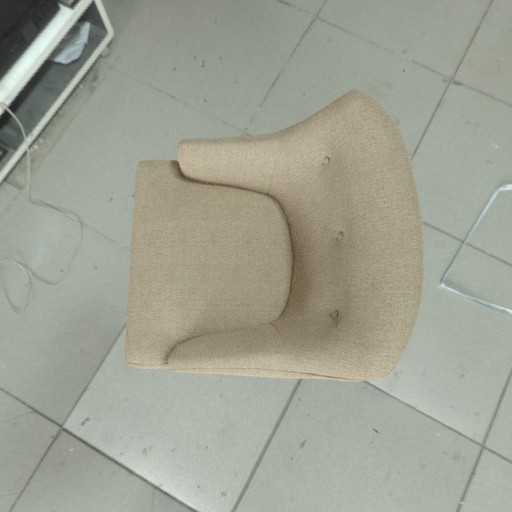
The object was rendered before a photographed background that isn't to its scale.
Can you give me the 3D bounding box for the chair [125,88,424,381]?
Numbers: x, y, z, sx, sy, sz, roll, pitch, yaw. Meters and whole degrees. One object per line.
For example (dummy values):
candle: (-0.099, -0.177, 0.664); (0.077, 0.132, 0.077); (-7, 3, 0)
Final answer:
chair: (0.000, 0.000, 1.597); (0.923, 0.856, 0.864); (-1, 75, 0)
